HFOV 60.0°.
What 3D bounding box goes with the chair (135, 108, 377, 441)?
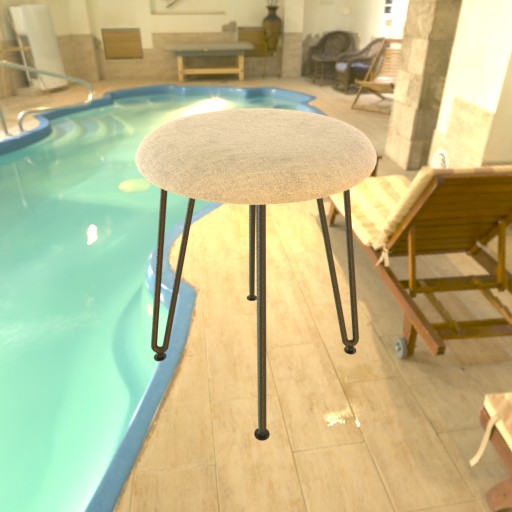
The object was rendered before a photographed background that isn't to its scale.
[{"bbox_3d":[0.000,0.000,0.662,0.350,0.386,0.350,-1,30,-3],"label":"chair"}]
